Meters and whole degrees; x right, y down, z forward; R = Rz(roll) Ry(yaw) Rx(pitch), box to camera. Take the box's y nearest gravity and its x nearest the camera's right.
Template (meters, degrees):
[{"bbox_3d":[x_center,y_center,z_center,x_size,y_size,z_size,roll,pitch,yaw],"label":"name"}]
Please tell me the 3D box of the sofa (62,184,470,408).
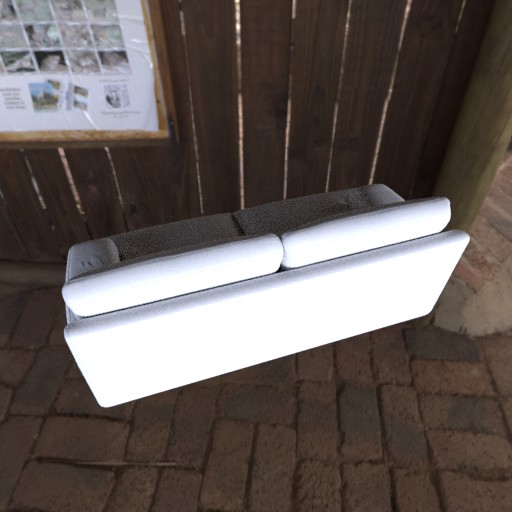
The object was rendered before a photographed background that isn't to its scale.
[{"bbox_3d":[0.000,0.000,2.812,2.261,0.940,1.143,-13,43,-14],"label":"sofa"}]
